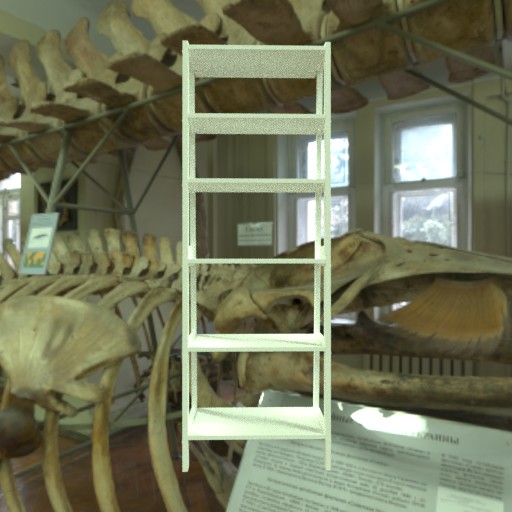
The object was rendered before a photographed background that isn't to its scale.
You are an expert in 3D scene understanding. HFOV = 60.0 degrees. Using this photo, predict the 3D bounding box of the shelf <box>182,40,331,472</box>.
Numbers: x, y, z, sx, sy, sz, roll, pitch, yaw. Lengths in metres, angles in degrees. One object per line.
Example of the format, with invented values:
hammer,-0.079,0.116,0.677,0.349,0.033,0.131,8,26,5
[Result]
shelf,0.000,0.000,2.141,0.660,1.892,0.381,0,0,-1
